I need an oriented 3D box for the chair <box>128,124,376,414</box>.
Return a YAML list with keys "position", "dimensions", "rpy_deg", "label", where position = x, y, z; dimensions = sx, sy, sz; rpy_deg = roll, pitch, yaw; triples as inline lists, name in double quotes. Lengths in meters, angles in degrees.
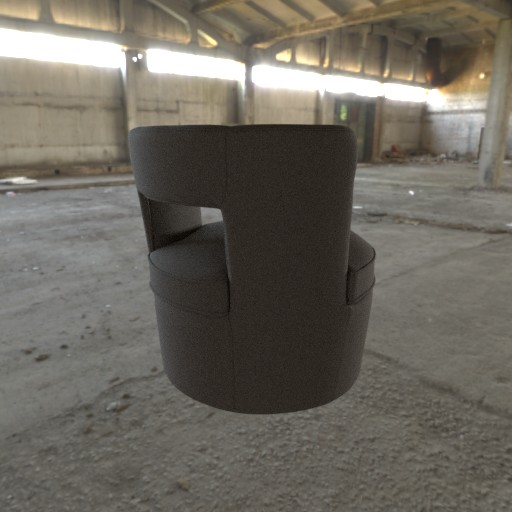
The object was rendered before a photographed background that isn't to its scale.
- position: [0.000, 0.000, 1.293]
  dimensions: [0.660, 0.719, 0.689]
  rpy_deg: [-13, 20, -41]
  label: "chair"
